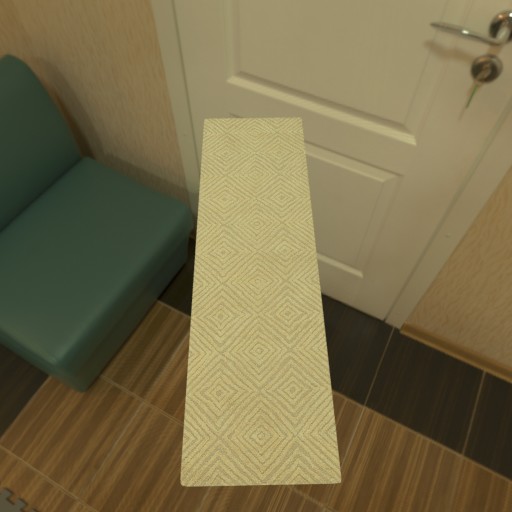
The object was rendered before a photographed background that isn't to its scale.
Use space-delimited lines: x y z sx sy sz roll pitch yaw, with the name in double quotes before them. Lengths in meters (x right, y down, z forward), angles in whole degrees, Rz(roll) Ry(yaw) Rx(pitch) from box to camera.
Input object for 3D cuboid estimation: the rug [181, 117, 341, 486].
"rug" 0.000 0.000 2.470 0.676 0.008 2.277 -1 57 -1
